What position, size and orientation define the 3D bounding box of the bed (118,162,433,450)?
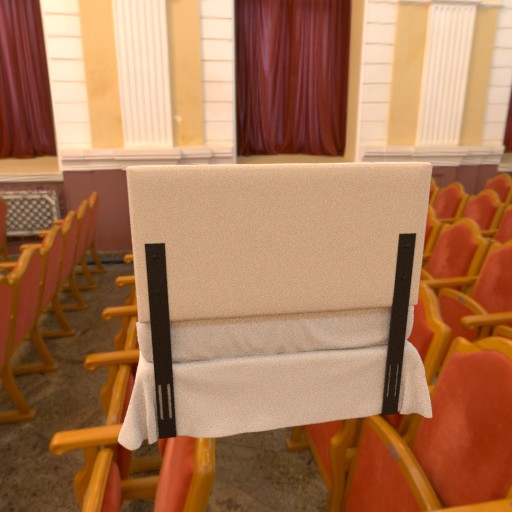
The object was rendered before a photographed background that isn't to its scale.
[{"bbox_3d":[0.000,0.000,3.464,1.936,1.577,2.222,-3,17,-9],"label":"bed"}]
